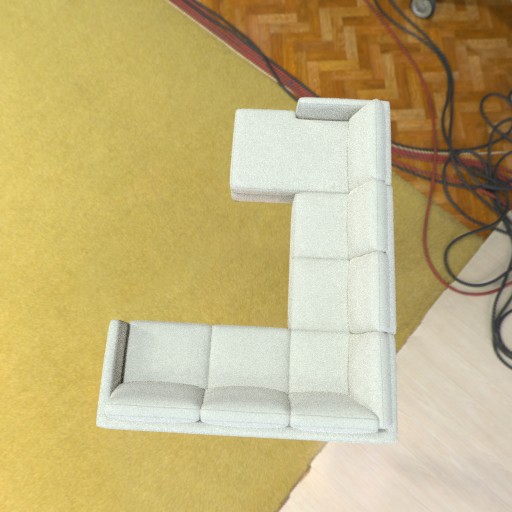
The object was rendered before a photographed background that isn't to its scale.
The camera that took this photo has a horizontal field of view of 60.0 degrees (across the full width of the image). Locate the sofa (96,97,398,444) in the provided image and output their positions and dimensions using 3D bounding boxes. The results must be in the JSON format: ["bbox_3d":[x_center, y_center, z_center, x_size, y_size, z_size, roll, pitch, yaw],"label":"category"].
[{"bbox_3d":[0.000,0.000,4.317,2.551,0.853,3.238,3,76,1],"label":"sofa"}]
